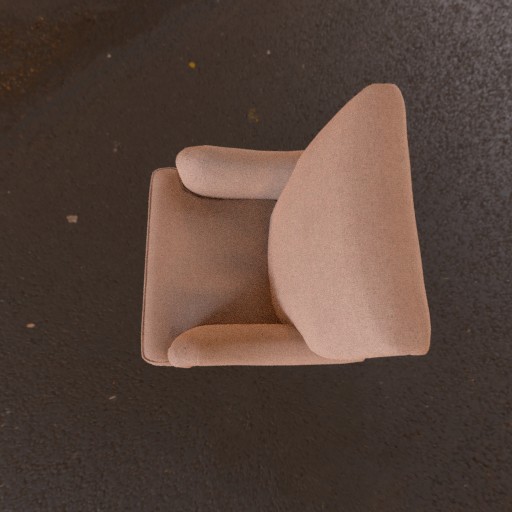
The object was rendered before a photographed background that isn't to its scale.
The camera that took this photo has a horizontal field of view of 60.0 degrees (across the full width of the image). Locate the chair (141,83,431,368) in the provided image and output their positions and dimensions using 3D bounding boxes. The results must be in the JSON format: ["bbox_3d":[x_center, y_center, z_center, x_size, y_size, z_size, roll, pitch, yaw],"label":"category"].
[{"bbox_3d":[0.000,0.000,1.812,0.953,1.119,0.879,-1,74,0],"label":"chair"}]
